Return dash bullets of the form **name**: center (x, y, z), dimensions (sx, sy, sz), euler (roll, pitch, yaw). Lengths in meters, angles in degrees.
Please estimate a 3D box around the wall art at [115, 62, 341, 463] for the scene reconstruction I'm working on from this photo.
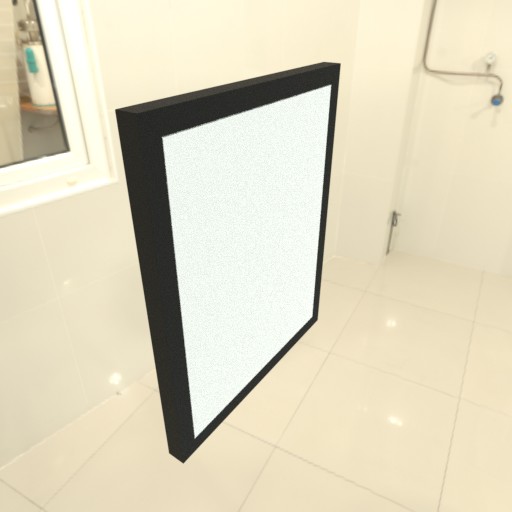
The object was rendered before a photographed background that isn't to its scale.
- **wall art**: center (0.000, 0.000, 0.542), dimensions (0.024, 0.404, 0.329), euler (20, 36, 30)
